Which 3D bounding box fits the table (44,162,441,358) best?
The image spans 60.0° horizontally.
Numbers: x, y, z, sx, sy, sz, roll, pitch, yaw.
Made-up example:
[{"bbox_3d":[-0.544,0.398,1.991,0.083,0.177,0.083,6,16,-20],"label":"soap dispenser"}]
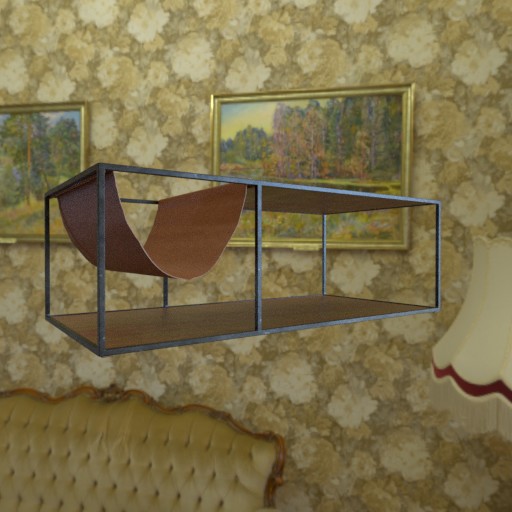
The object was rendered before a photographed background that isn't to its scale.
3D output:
[{"bbox_3d":[0.000,0.000,1.489,1.199,0.403,0.597,0,1,-35],"label":"table"}]
